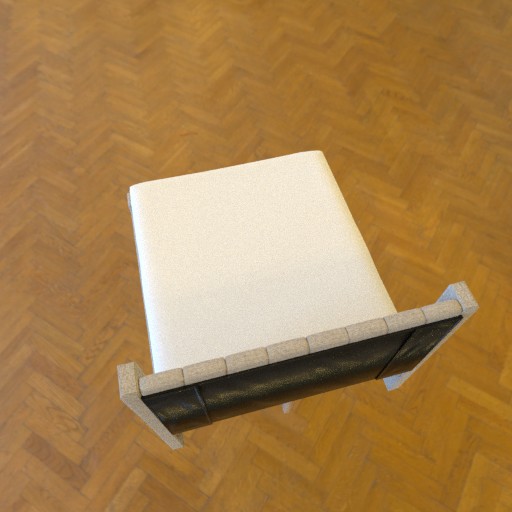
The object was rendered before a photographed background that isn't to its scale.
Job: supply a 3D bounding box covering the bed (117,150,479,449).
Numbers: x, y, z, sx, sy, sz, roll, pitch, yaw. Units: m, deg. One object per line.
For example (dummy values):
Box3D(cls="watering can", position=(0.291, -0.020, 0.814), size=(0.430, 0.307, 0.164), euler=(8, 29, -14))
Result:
Box3D(cls="bed", position=(0.000, 0.000, 3.721), size=(2.044, 1.748, 2.372), euler=(-12, 59, -8))
